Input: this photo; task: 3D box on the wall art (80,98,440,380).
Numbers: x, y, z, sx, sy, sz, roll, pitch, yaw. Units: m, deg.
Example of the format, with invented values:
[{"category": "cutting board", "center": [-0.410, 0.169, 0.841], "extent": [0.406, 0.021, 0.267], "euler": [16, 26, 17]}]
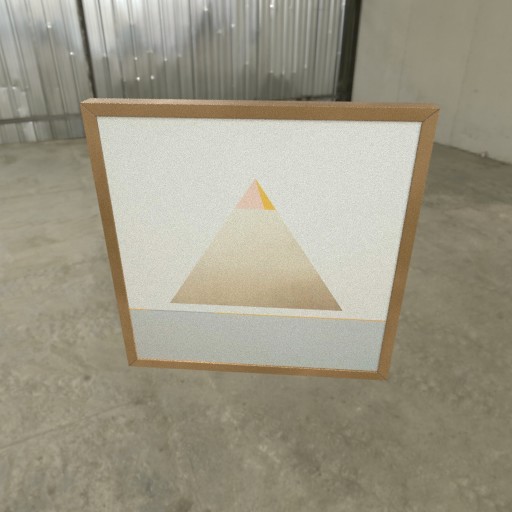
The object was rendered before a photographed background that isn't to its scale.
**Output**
[{"category": "wall art", "center": [0.000, 0.000, 0.770], "extent": [0.513, 0.511, 0.038], "euler": [2, 29, 4]}]
